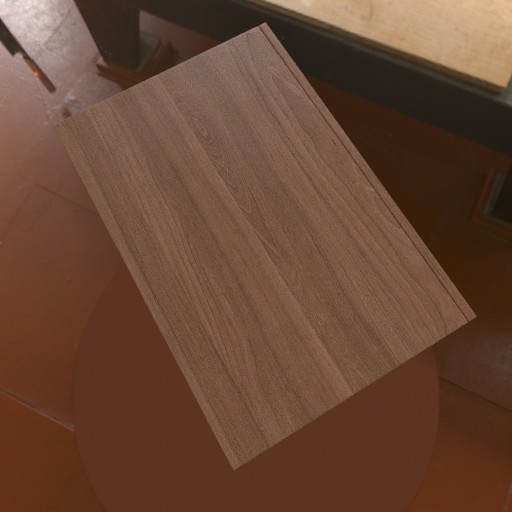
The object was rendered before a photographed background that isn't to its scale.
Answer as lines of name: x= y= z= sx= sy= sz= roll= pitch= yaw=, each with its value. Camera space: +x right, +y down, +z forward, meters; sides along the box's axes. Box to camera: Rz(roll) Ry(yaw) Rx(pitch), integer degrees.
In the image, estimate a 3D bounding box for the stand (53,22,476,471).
stand: x=0.000 y=0.000 z=0.925 sx=0.420 sy=0.500 sz=0.600 roll=-29 pitch=77 yaw=-8
